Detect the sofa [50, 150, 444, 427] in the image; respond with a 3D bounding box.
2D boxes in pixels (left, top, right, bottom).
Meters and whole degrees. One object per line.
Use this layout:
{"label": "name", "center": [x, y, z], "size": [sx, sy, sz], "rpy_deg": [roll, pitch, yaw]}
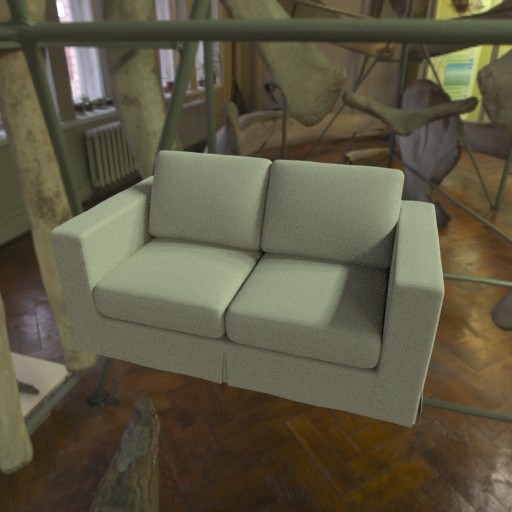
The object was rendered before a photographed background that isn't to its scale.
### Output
{"label": "sofa", "center": [0.000, 0.000, 2.395], "size": [1.813, 0.932, 1.009], "rpy_deg": [8, 28, 16]}
